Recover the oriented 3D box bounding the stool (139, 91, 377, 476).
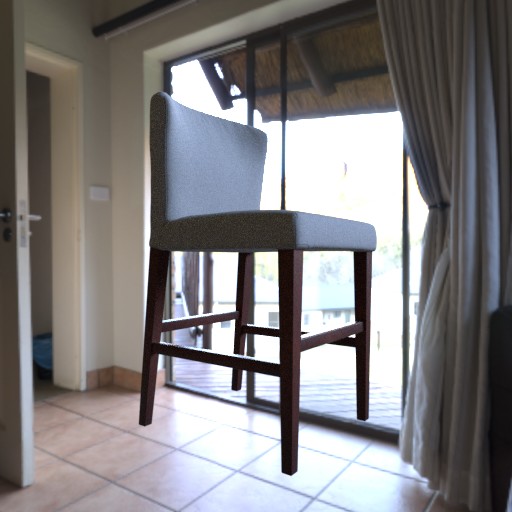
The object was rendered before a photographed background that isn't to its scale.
[{"bbox_3d":[0.000,0.000,1.298,0.568,0.968,0.479,0,0,37],"label":"stool"}]
